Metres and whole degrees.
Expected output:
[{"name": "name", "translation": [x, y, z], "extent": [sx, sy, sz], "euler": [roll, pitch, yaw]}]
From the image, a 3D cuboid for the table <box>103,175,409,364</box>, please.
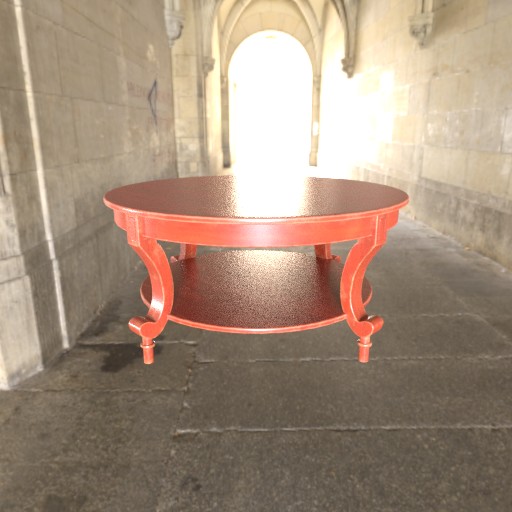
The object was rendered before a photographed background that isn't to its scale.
[{"name": "table", "translation": [0.000, 0.000, 1.628], "extent": [1.029, 0.486, 1.029], "euler": [0, 16, 0]}]
